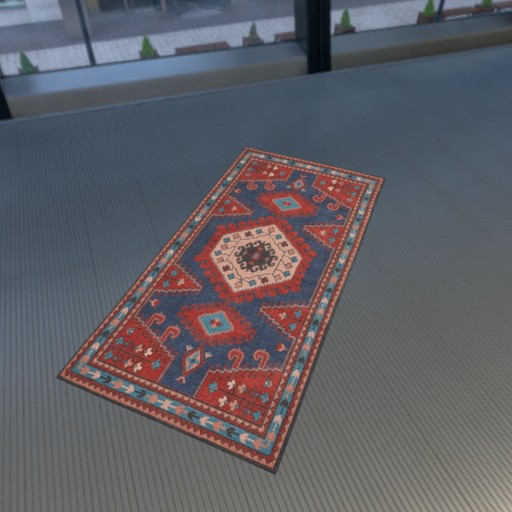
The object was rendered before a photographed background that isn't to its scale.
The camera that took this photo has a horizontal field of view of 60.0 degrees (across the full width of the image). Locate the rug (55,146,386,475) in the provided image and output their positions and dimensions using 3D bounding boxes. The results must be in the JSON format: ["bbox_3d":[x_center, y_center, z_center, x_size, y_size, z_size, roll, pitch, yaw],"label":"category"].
[{"bbox_3d":[0.000,0.000,3.624,1.522,0.034,3.032,17,47,16],"label":"rug"}]
